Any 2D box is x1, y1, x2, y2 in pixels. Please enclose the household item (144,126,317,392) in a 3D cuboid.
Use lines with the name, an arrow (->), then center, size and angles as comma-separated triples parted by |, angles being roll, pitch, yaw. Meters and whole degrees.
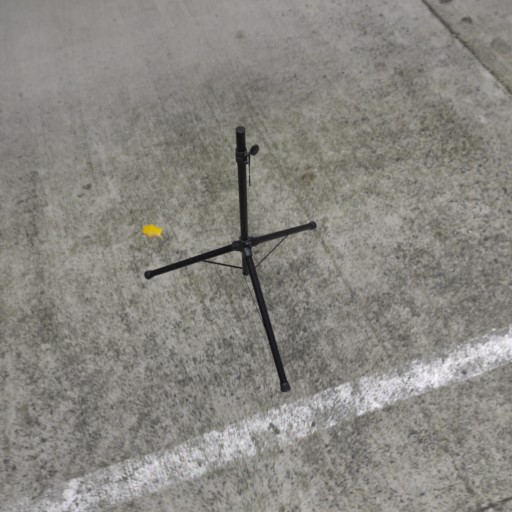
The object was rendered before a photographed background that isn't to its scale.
household item -> 0.000, 0.000, 1.897 | 1.045, 1.136, 0.907 | -16, 59, -10
